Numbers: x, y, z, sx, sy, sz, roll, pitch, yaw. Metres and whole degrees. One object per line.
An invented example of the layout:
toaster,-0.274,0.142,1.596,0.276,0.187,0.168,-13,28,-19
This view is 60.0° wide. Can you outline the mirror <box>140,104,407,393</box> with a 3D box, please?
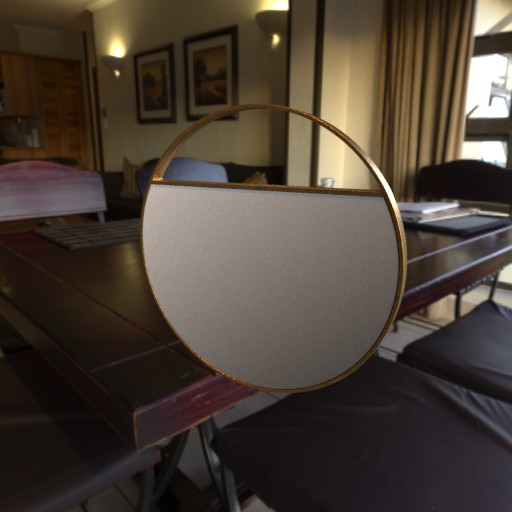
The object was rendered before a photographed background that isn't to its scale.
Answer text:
mirror,0.000,0.000,0.871,0.565,0.565,0.032,8,16,27
